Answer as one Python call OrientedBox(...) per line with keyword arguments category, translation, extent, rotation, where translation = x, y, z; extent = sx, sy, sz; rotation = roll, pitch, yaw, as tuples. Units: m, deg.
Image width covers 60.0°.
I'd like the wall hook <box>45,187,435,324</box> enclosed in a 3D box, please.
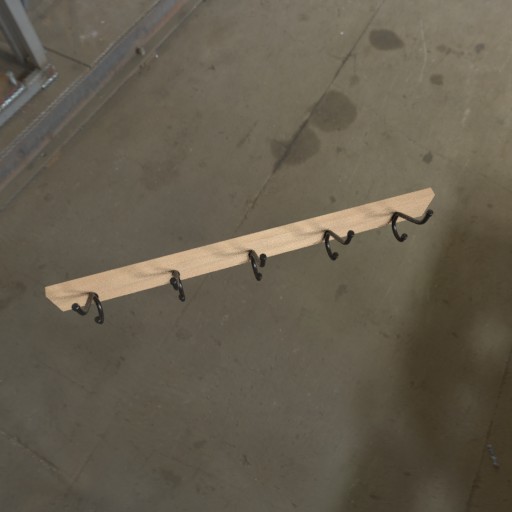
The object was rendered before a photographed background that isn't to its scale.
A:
OrientedBox(category="wall hook", translation=(0.000, 0.000, 0.619), extent=(0.571, 0.117, 0.071), rotation=(-15, 64, -7))
